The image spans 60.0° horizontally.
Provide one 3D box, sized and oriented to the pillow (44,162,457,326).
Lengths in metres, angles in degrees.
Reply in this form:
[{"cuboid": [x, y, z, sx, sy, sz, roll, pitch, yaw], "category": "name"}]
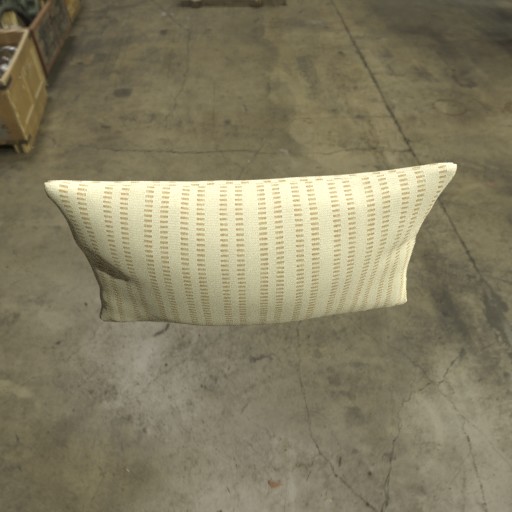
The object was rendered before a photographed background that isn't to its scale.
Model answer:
[{"cuboid": [0.000, 0.000, 0.793, 0.640, 0.353, 0.210, -3, 47, -3], "category": "pillow"}]
